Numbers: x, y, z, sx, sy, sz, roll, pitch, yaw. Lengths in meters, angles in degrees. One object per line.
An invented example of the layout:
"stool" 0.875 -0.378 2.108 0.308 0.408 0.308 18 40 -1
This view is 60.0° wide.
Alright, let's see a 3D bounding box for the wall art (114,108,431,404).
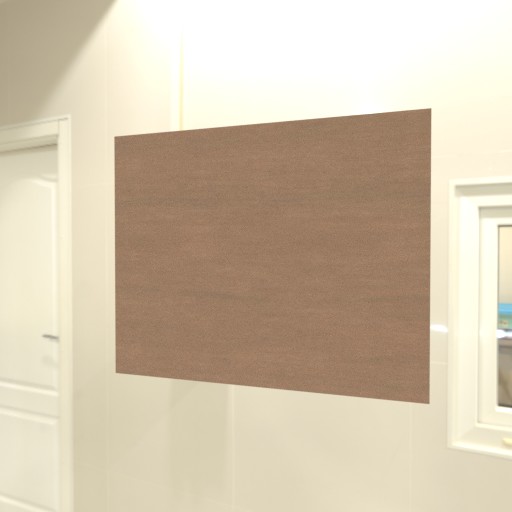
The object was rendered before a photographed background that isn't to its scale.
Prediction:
"wall art" 0.000 0.000 0.692 0.508 0.408 0.010 0 1 18
